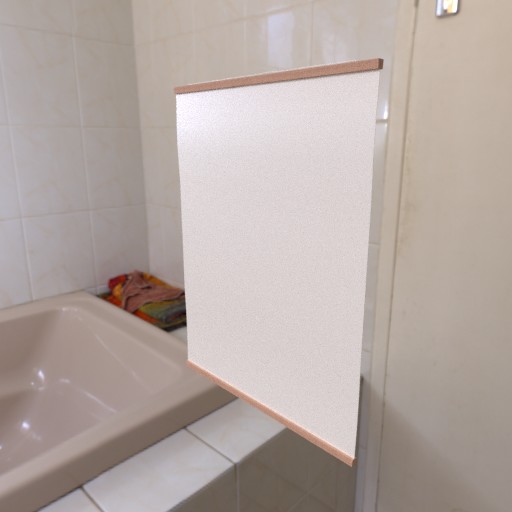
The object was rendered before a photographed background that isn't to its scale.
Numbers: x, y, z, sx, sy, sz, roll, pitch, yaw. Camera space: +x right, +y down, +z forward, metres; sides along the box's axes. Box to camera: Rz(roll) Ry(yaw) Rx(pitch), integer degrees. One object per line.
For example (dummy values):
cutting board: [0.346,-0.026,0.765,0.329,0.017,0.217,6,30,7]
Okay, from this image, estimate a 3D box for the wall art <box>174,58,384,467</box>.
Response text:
wall art: [0.000,0.000,1.320,0.020,1.013,0.758,-14,20,-42]
